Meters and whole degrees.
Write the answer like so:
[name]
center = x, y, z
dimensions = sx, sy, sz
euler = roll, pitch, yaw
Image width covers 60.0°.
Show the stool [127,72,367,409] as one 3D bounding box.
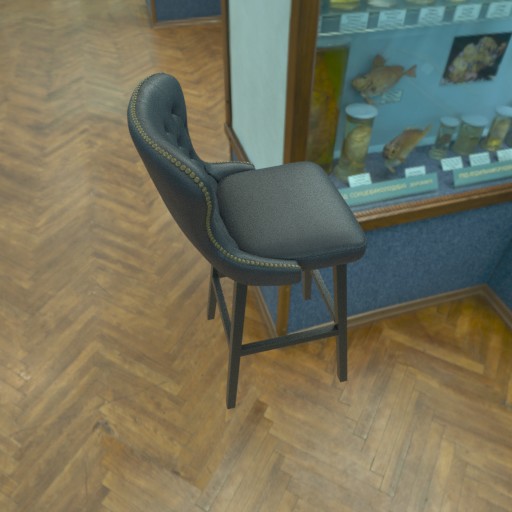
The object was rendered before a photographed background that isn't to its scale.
[stool]
center = 0.000, 0.000, 1.406
dimensions = 0.601, 1.050, 0.528
euler = -10, 45, -10
